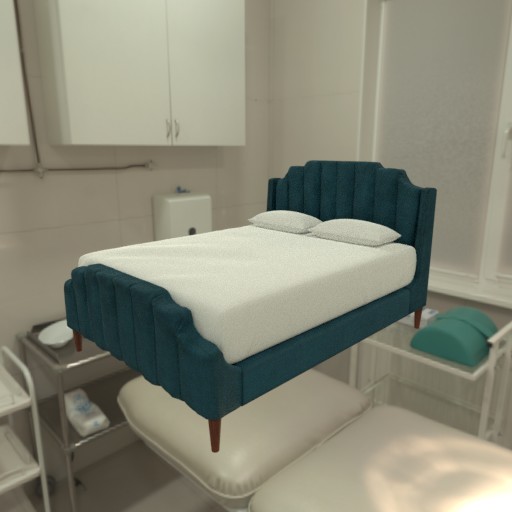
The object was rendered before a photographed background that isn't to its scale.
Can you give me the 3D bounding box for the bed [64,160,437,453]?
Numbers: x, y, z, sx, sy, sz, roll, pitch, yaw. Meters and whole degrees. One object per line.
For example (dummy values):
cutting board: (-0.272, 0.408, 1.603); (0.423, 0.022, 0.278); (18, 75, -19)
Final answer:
bed: (0.000, 0.000, 3.326); (2.322, 1.351, 1.676); (-13, 19, -43)
